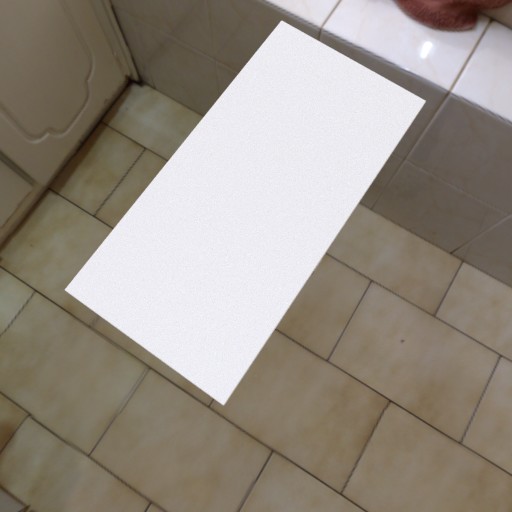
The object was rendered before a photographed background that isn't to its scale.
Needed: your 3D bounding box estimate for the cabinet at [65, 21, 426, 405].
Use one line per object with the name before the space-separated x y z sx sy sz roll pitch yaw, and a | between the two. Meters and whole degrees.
cabinet | 0.000 0.000 1.107 0.296 0.815 0.600 33 77 8
